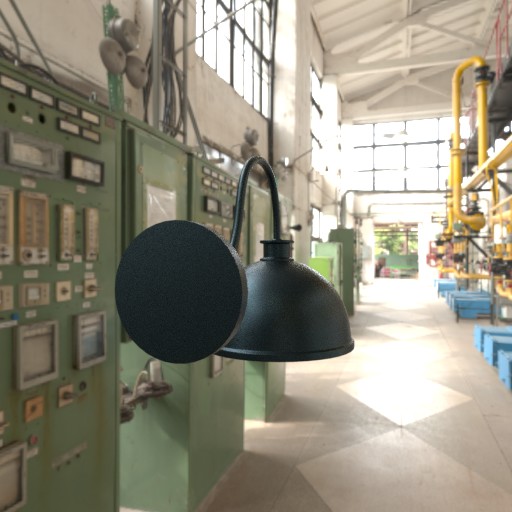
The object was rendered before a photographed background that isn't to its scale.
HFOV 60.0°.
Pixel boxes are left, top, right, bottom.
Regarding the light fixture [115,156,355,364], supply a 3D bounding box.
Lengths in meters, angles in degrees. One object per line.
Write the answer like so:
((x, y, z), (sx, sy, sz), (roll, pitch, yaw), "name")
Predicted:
((0.000, 0.000, 0.639), (0.253, 0.295, 0.467), (0, 0, 19), "light fixture")
